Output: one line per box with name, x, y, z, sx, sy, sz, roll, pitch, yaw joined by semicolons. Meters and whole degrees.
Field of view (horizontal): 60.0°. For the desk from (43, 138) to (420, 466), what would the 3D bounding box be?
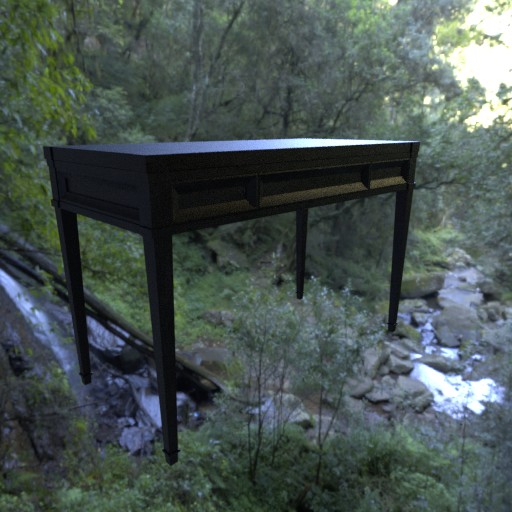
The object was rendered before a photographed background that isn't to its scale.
desk;0.000;0.000;1.750;1.289;0.861;0.630;-15;22;-42
